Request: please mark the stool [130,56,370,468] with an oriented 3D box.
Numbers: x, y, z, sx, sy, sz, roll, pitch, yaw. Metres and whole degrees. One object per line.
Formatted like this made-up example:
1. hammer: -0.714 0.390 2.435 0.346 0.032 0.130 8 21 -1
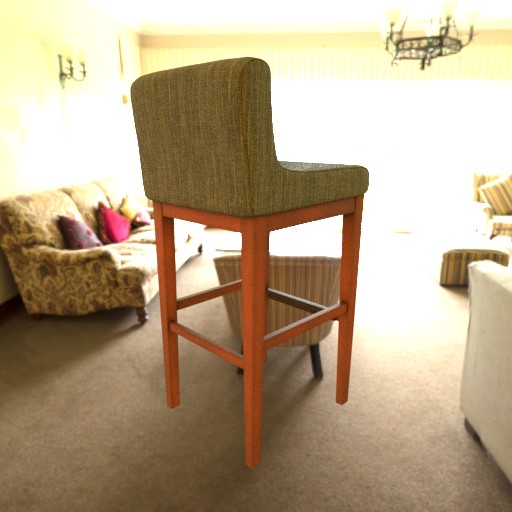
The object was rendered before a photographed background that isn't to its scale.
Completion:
1. stool: 0.000 0.000 1.258 0.499 0.965 0.426 -14 21 -43
